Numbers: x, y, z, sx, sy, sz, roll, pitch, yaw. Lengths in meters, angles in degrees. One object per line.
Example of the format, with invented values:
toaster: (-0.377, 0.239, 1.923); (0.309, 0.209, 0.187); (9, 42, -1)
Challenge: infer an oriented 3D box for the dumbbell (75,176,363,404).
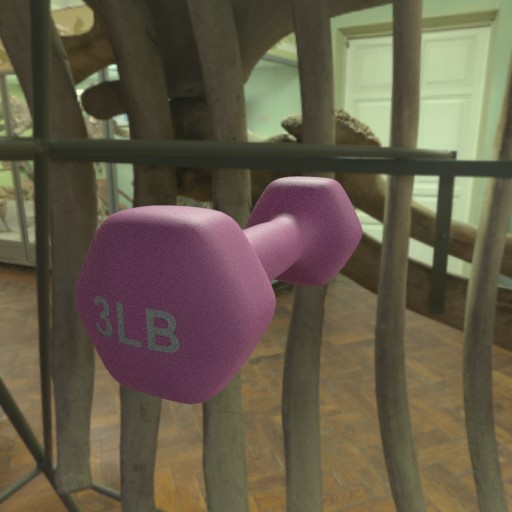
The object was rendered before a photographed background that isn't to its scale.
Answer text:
dumbbell: (0.000, 0.000, 0.191); (0.064, 0.058, 0.159); (7, 16, 25)
